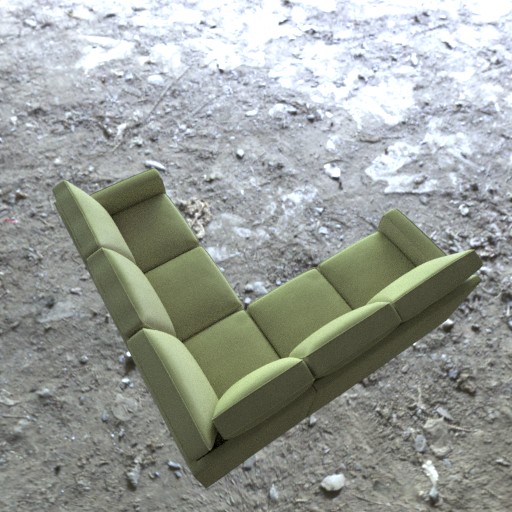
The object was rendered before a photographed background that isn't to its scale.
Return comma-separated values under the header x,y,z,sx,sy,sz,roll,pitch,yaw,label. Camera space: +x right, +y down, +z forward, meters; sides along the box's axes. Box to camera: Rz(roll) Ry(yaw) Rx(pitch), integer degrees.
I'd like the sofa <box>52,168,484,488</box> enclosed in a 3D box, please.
x,y,z,sx,sy,sz,roll,pitch,yaw,label
0.000,0.000,3.298,2.182,0.939,2.189,-28,62,-17,sofa
